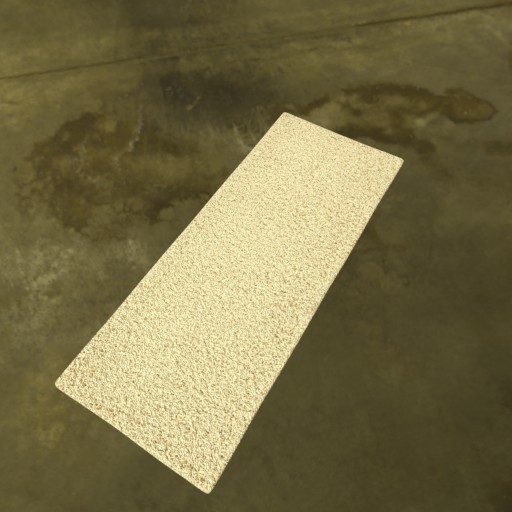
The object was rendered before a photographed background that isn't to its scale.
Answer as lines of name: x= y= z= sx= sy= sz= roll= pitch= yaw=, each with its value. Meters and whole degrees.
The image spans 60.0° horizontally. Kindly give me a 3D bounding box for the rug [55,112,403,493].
rug: x=0.000 y=0.000 z=1.698 sx=0.609 sy=0.030 sz=1.524 roll=27 pitch=62 yaw=16
